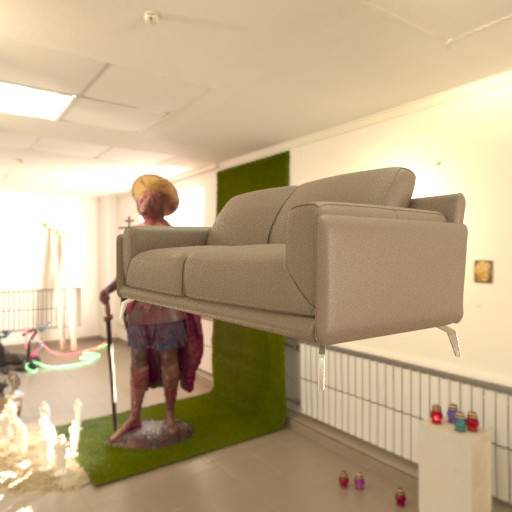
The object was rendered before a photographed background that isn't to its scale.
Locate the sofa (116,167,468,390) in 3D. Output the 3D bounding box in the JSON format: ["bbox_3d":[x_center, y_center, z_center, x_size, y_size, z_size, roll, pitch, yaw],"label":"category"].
[{"bbox_3d":[0.000,0.000,2.583,1.049,0.930,2.101,0,1,-36],"label":"sofa"}]
